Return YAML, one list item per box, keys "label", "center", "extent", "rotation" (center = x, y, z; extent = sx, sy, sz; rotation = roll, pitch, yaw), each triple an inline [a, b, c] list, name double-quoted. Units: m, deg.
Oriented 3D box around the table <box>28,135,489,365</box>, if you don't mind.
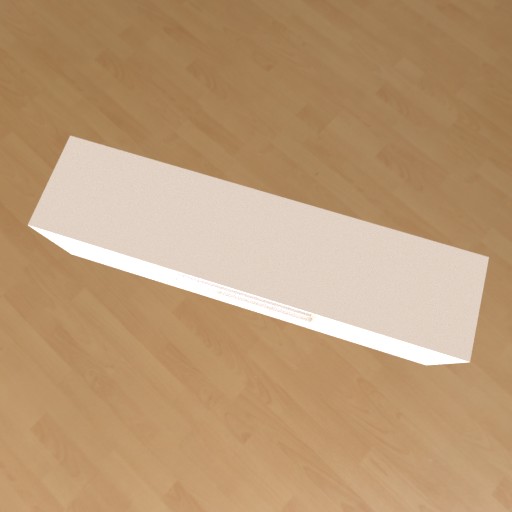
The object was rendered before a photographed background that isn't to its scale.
- label: "table"
  center: [0.000, 0.000, 1.827]
  extent: [1.650, 0.420, 0.390]
  rotation: [17, 75, 5]
